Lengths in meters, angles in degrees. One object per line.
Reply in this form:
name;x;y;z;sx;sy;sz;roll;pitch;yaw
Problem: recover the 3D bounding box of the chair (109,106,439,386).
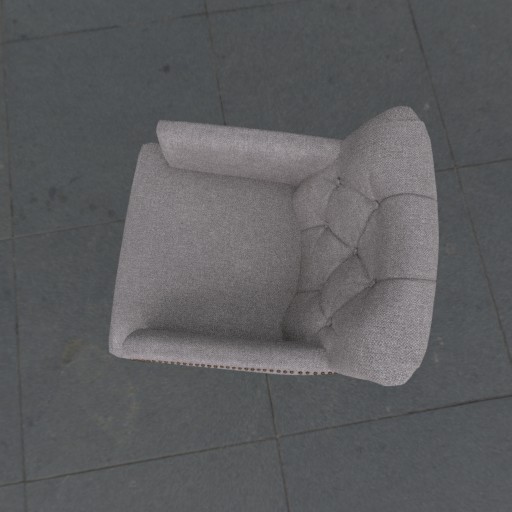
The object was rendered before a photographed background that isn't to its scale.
chair;0.000;0.000;1.468;0.902;0.823;0.737;5;78;1
